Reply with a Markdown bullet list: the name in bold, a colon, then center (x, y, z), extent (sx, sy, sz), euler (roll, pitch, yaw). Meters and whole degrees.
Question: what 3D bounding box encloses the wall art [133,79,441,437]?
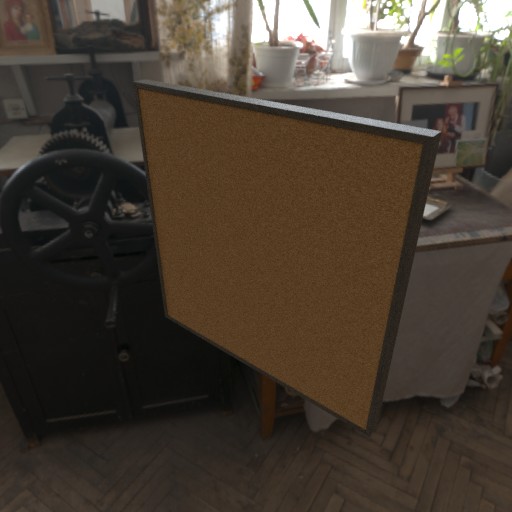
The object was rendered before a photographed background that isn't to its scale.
- **wall art**: center (0.000, 0.000, 1.124), extent (0.758, 0.758, 0.039), euler (23, 38, 32)
